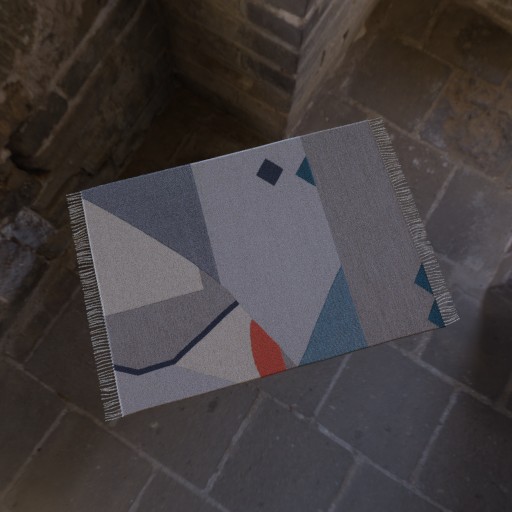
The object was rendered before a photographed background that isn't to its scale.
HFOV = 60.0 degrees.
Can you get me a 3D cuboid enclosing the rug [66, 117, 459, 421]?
[{"bbox_3d":[0.000,0.000,2.336,1.828,0.005,1.220,-15,76,-4],"label":"rug"}]
